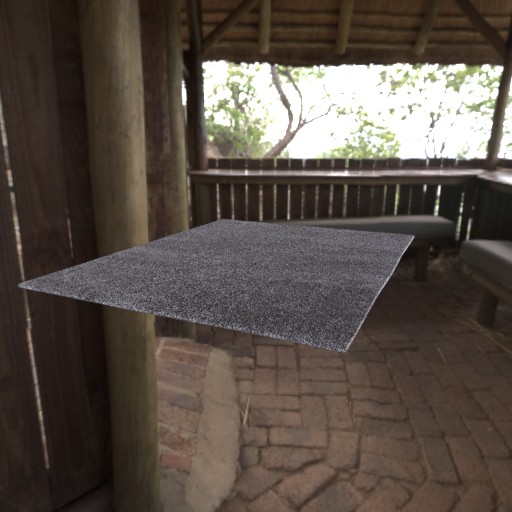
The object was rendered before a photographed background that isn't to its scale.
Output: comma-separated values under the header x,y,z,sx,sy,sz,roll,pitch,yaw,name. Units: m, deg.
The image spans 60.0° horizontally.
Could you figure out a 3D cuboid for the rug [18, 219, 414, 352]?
x,y,z,sx,sy,sz,roll,pitch,yaw,name
0.000,0.000,4.012,2.401,0.025,3.000,7,16,24,rug
